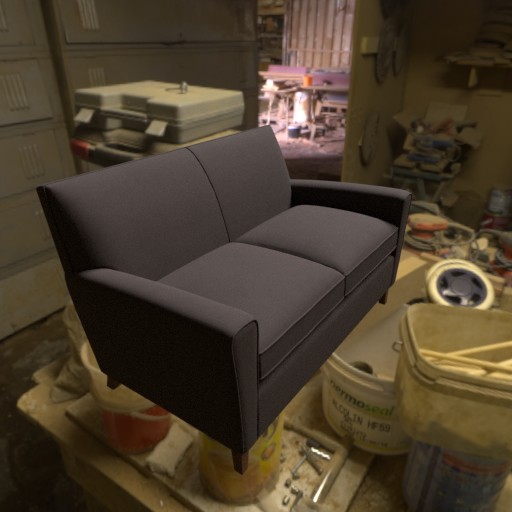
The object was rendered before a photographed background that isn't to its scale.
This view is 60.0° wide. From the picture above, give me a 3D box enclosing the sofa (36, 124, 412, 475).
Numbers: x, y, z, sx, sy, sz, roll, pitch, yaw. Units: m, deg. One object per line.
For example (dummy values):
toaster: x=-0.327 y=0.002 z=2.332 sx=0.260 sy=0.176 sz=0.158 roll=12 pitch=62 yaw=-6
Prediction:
sofa: x=0.000 y=0.000 z=1.936 sx=0.871 sy=0.846 sz=1.420 roll=18 pitch=32 yaw=31
